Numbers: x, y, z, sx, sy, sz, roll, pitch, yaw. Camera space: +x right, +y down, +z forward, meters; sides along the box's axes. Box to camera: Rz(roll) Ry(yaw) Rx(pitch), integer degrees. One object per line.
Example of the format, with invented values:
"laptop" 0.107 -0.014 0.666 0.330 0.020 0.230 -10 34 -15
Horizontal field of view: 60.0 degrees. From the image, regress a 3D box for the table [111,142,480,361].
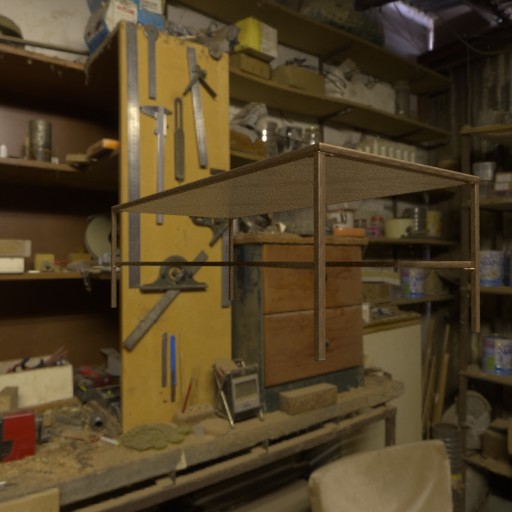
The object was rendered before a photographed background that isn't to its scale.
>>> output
"table" 0.000 0.000 1.470 0.577 0.405 1.197 1 -1 -36
